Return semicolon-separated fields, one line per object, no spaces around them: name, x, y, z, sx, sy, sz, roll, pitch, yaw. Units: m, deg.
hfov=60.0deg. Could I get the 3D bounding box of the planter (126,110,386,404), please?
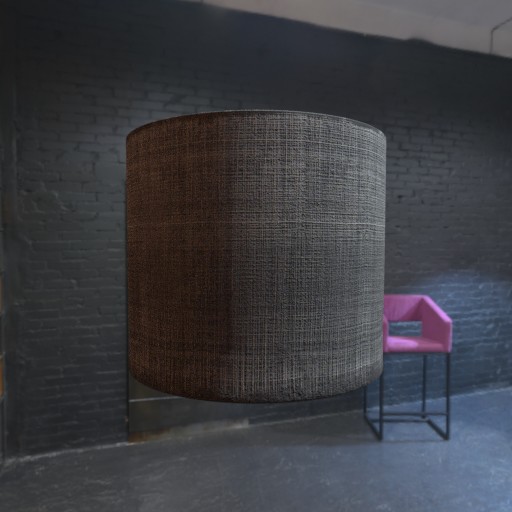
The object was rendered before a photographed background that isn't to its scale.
planter;0.000;0.000;0.454;0.254;0.221;0.254;0;2;0
